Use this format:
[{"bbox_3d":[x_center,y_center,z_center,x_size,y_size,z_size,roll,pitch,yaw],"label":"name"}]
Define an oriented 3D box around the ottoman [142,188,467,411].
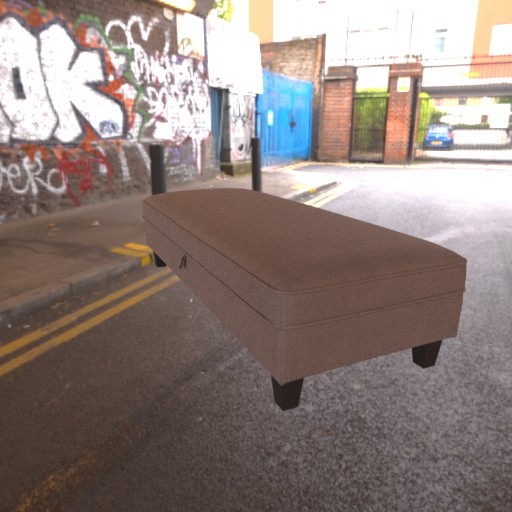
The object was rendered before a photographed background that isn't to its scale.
[{"bbox_3d":[0.000,0.000,2.082,0.751,0.470,1.764,-8,18,-24],"label":"ottoman"}]
